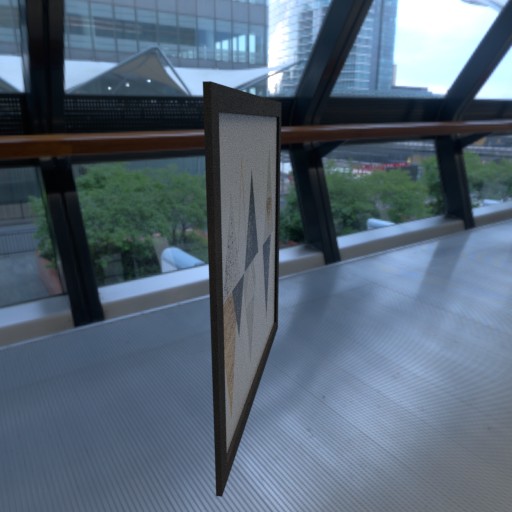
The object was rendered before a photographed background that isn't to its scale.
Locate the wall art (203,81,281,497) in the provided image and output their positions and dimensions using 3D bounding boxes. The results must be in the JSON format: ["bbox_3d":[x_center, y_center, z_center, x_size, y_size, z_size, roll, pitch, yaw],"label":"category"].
[{"bbox_3d":[0.000,0.000,1.210,0.013,0.823,0.823,3,17,11],"label":"wall art"}]
